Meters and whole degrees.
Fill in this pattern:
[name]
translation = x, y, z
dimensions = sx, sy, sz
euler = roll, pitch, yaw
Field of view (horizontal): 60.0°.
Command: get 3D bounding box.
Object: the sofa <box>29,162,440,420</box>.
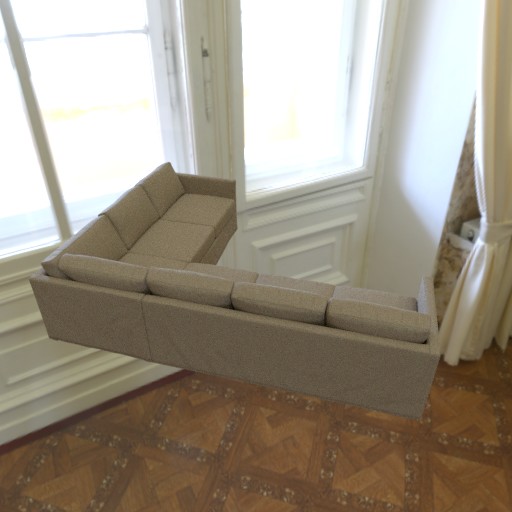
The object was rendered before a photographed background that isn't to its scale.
[sofa]
translation = 0.000, 0.000, 4.337
dimensions = 3.182, 0.871, 2.432
euler = 9, 34, 13
